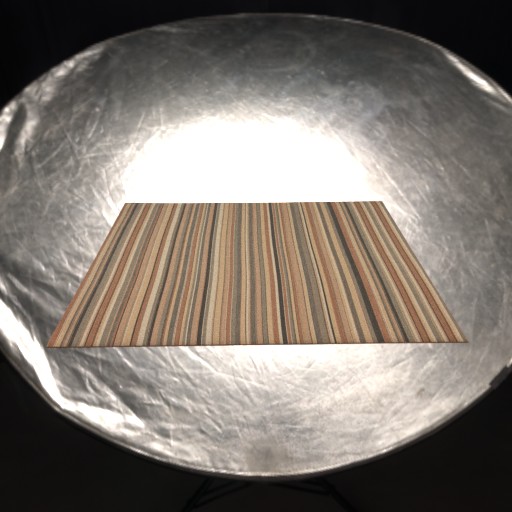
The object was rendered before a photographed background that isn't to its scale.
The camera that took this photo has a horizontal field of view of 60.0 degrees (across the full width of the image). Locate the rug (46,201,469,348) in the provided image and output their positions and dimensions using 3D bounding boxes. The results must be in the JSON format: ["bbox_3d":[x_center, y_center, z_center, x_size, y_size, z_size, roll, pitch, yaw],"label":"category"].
[{"bbox_3d":[0.000,0.000,4.213,3.045,0.011,2.436,-1,32,-1],"label":"rug"}]
